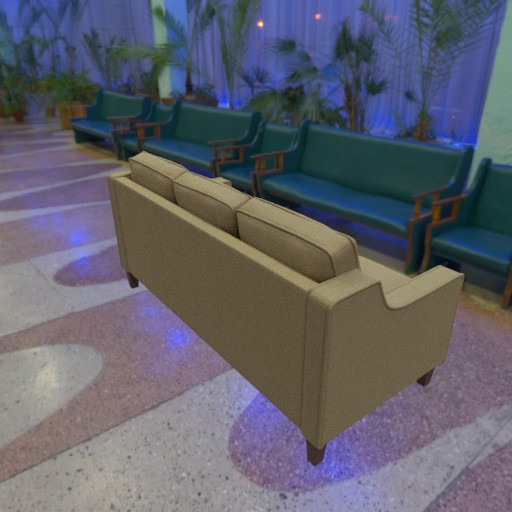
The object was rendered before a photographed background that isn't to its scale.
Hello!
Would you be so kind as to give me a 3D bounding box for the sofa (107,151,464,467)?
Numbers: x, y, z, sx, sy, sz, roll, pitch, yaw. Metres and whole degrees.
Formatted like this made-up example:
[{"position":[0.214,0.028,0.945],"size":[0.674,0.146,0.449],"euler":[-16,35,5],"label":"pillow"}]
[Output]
[{"position":[0.000,0.000,2.543],"size":[0.911,0.974,1.986],"euler":[-19,31,-33],"label":"sofa"}]
